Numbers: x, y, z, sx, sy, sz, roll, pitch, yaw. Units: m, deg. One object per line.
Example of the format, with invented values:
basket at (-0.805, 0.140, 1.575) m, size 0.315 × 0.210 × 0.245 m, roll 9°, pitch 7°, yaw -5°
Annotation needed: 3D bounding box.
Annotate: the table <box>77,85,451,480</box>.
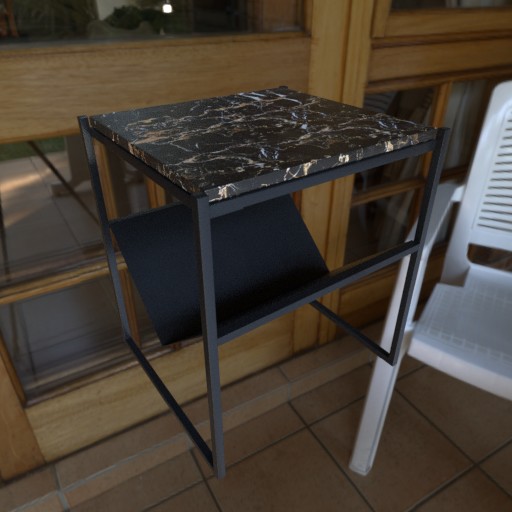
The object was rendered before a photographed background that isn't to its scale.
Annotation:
table at (0.000, 0.000, 0.889) m, size 0.469 × 0.534 × 0.432 m, roll -21°, pitch 37°, yaw -30°
